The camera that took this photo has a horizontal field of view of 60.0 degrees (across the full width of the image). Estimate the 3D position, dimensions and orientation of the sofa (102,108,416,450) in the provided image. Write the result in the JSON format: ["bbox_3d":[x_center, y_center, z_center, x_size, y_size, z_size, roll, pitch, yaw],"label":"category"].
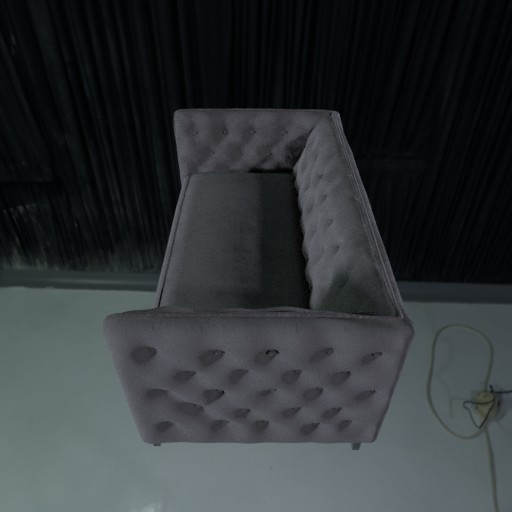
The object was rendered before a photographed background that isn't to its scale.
[{"bbox_3d":[0.000,0.000,2.053,0.909,0.810,1.583,0,41,0],"label":"sofa"}]
